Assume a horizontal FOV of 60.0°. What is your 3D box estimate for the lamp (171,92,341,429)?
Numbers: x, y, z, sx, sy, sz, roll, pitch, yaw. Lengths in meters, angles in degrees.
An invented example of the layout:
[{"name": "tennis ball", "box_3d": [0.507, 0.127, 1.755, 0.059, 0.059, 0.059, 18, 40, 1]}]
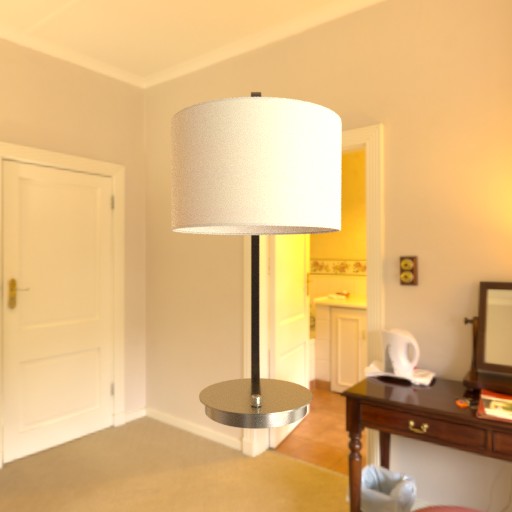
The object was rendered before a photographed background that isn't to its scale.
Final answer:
[{"name": "lamp", "box_3d": [0.000, 0.000, 0.638, 0.230, 0.473, 0.288, 0, 0, 0]}]
